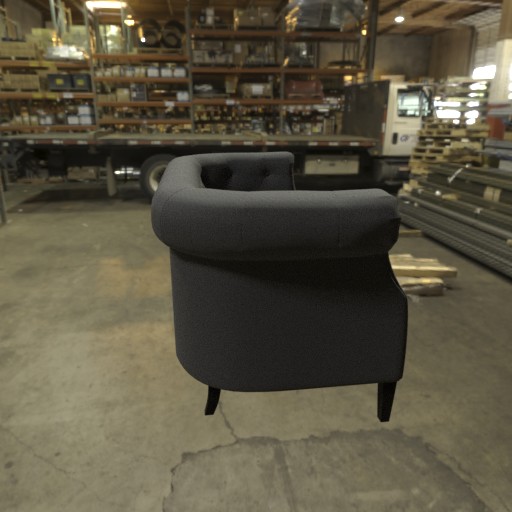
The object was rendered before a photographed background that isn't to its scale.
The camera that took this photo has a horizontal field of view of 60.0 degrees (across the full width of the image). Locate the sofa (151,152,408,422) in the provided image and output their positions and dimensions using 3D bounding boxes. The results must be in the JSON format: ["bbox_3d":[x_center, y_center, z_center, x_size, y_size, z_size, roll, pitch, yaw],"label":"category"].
[{"bbox_3d":[0.000,0.000,2.038,0.835,0.827,1.558,-2,18,-8],"label":"sofa"}]
